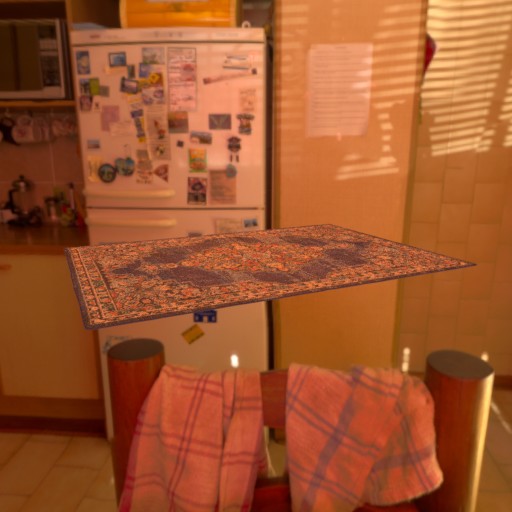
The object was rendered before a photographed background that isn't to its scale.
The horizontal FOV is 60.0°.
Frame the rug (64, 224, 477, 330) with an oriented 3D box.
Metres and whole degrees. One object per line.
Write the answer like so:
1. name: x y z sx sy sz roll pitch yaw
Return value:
1. rug: 0.000 0.000 3.787 2.940 0.011 2.053 -7 16 -25
